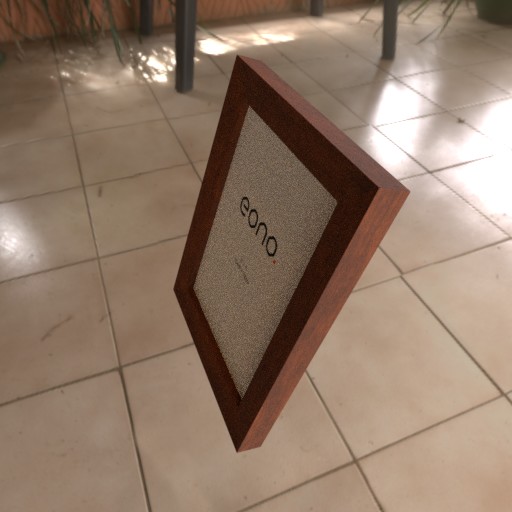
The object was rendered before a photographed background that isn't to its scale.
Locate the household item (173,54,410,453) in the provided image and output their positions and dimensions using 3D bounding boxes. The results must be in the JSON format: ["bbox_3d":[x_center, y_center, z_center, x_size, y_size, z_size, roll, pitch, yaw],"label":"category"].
[{"bbox_3d":[0.000,0.000,0.298,0.096,0.204,0.160,-17,47,-16],"label":"household item"}]
